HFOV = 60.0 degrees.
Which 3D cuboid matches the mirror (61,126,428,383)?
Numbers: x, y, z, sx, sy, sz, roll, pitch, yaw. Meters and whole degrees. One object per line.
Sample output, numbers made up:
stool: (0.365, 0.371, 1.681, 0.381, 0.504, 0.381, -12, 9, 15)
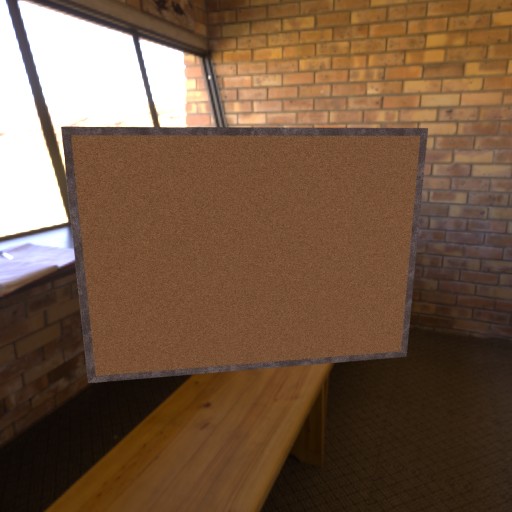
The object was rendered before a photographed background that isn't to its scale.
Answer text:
mirror: (0.000, 0.000, 1.427, 1.101, 0.795, 0.022, -2, 15, -9)
